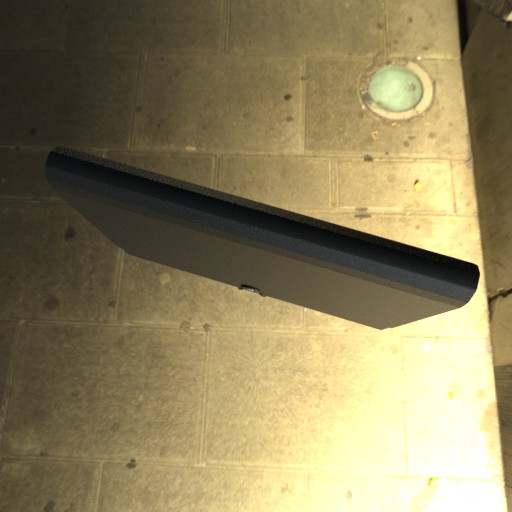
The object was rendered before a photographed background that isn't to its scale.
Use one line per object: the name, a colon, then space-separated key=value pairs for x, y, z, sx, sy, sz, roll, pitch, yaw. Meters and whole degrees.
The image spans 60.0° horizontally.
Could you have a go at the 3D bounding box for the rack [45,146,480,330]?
rack: x=0.000 y=0.000 z=0.442 sx=0.330 sy=0.241 sz=0.041 roll=16 pitch=77 yaw=4
